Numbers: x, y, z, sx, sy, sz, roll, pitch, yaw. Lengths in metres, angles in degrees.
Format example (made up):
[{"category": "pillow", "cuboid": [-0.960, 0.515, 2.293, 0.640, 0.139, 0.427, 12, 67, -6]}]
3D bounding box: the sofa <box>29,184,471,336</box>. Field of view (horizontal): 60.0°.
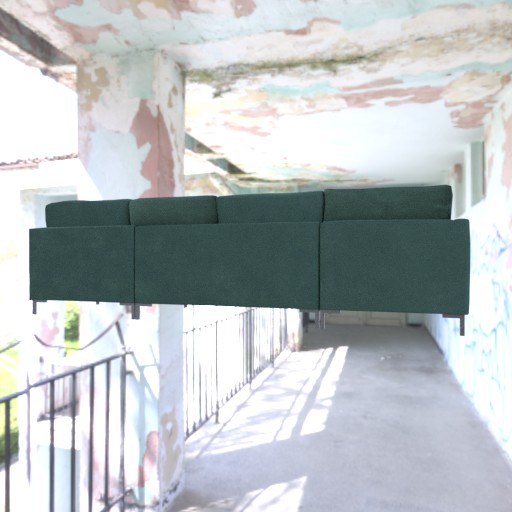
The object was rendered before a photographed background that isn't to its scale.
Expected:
[{"category": "sofa", "cuboid": [0.000, 0.000, 4.203, 3.434, 0.992, 2.055, 0, 0, 17]}]
